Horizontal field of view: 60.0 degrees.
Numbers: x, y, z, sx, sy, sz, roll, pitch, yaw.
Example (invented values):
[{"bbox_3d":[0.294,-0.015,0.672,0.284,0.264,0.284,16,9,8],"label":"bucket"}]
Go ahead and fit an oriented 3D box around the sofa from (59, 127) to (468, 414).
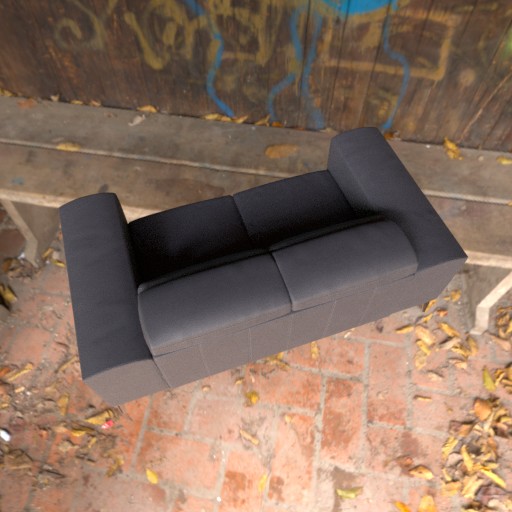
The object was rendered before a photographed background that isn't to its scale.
[{"bbox_3d":[0.000,0.000,2.444,1.895,0.779,1.003,-16,59,-10],"label":"sofa"}]
